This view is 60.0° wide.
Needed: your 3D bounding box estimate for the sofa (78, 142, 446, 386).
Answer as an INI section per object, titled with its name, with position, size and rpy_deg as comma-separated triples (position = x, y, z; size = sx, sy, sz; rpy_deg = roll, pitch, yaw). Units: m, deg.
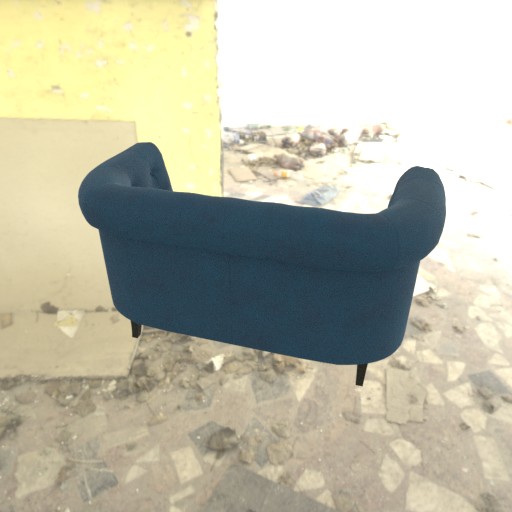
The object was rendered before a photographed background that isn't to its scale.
[sofa]
position = 0.000, 0.000, 2.077
size = 1.558, 0.827, 0.835
rpy_deg = 9, 31, 15
